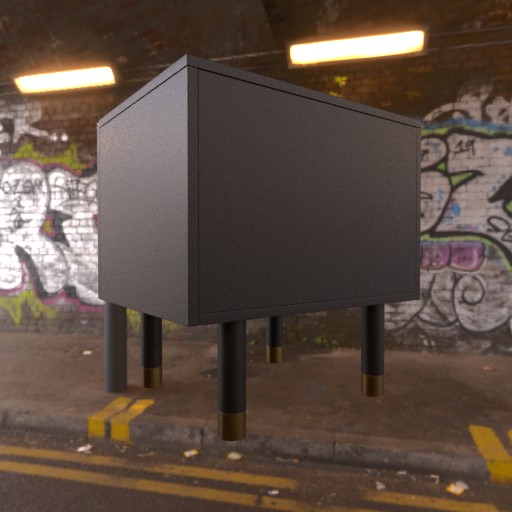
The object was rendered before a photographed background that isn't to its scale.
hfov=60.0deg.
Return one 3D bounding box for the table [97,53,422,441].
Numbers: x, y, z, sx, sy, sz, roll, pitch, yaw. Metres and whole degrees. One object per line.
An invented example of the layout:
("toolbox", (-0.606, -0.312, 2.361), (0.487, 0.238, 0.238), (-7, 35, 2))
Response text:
("table", (0.000, 0.000, 0.974), (0.564, 0.584, 0.441), (-1, 1, -36))
